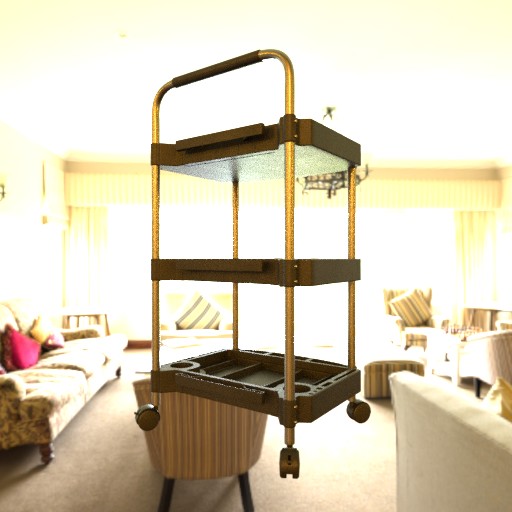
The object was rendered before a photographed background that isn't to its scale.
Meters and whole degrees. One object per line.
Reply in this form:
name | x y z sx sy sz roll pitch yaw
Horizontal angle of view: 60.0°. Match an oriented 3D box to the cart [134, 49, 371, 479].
cart | 0.000 0.000 1.406 0.584 1.075 0.518 0 0 36
